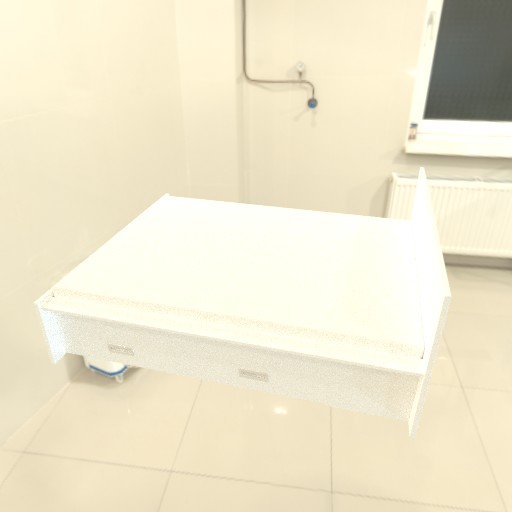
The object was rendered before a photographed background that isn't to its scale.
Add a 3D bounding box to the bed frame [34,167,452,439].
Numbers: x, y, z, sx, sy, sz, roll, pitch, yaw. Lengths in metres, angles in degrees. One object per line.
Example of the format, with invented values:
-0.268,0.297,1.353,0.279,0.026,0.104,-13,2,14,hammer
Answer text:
0.000,0.000,2.774,1.960,0.800,1.622,7,30,13,bed frame
